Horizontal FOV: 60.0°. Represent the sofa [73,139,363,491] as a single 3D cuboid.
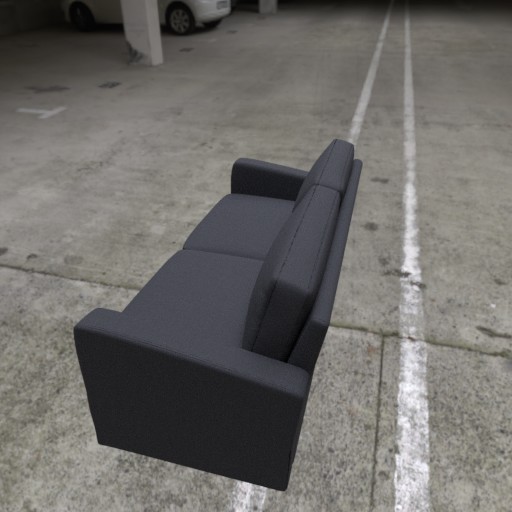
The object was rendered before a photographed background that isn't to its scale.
[{"bbox_3d":[0.000,0.000,2.249,0.898,0.839,1.852,8,31,13],"label":"sofa"}]
